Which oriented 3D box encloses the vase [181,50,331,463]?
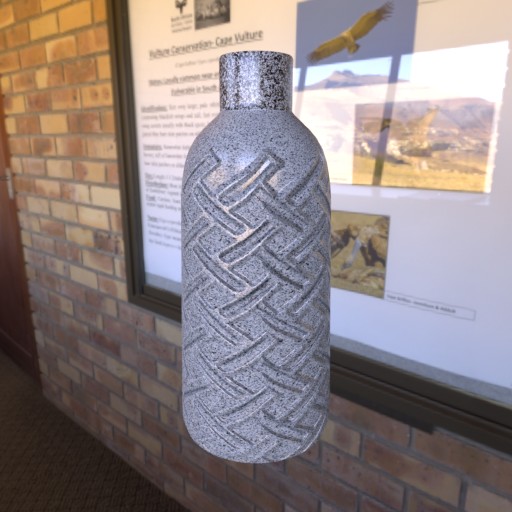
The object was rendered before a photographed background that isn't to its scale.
[{"bbox_3d":[0.000,0.000,0.341,0.122,0.282,0.122,0,14,0],"label":"vase"}]
